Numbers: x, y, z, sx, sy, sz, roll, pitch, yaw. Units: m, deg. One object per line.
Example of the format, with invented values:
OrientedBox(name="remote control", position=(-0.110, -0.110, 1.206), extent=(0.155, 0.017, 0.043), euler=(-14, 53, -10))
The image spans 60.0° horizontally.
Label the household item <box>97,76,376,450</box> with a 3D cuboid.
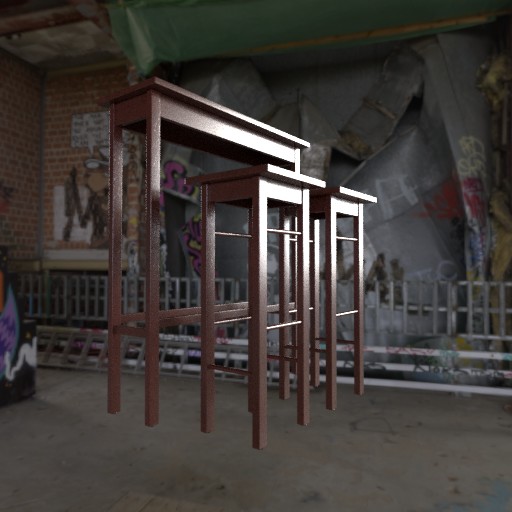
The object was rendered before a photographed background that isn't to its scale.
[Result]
OrientedBox(name="household item", position=(0.000, 0.000, 1.665), extent=(0.676, 1.067, 0.914), euler=(-1, -2, 37))
